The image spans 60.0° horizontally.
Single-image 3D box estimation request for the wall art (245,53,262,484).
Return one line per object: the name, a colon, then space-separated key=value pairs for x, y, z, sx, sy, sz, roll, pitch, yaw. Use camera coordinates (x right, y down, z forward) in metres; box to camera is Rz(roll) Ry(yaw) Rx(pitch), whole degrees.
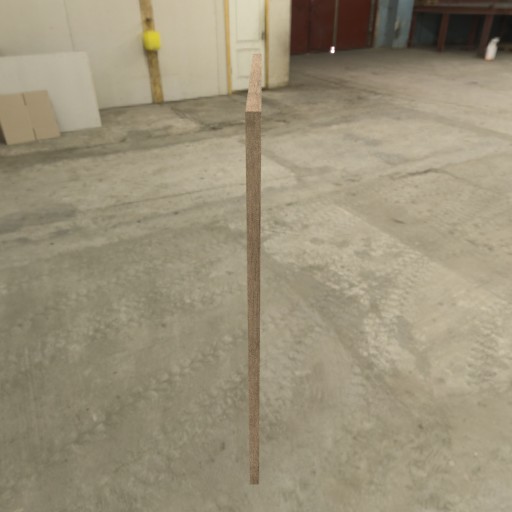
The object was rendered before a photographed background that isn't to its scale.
wall art: x=0.000 y=0.000 z=0.891 sx=0.018 sy=0.686 sz=0.534 roll=0 pitch=31 yaw=1
